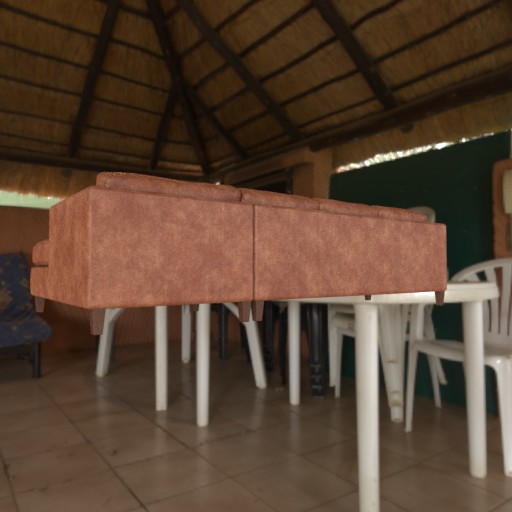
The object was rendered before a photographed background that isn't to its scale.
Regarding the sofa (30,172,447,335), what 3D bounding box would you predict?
[{"bbox_3d":[0.000,0.000,3.757,3.203,0.883,1.581,1,-2,-36],"label":"sofa"}]
